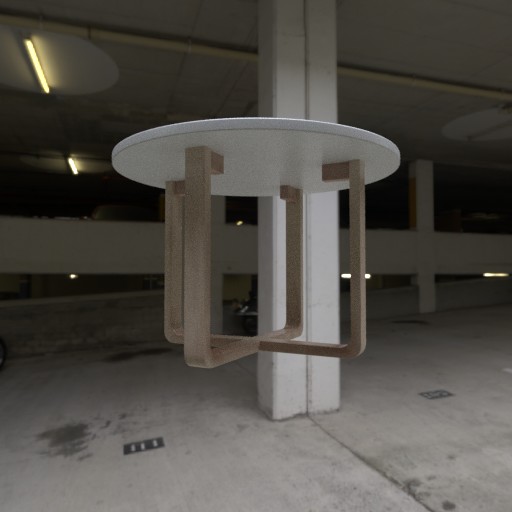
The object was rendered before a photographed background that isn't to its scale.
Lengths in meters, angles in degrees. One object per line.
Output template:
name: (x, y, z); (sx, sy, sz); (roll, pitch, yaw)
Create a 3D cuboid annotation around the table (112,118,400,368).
table: (0.000, 0.000, 0.964); (0.600, 0.400, 0.600); (0, -2, 0)
